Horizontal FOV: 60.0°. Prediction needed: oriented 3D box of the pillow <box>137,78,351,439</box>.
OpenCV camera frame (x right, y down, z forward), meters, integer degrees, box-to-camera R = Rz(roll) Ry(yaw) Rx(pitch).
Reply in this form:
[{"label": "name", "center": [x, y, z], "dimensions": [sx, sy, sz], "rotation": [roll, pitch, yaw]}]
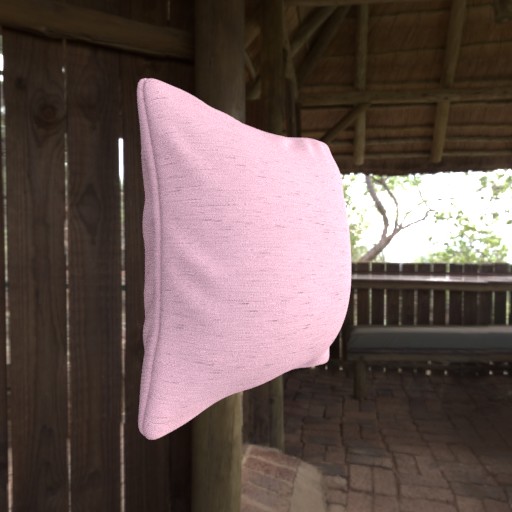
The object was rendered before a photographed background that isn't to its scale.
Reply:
[{"label": "pillow", "center": [0.000, 0.000, 0.670], "dimensions": [0.246, 0.415, 0.432], "rotation": [1, 2, 37]}]
